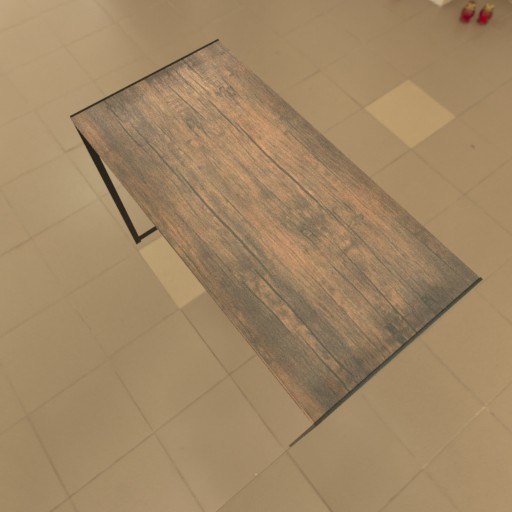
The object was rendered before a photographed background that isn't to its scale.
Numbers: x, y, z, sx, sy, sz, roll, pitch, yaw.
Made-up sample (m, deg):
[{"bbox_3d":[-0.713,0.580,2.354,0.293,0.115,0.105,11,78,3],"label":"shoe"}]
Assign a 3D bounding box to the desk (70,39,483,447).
[{"bbox_3d":[0.000,0.000,1.442,0.505,0.747,1.015,-35,69,-16],"label":"desk"}]
